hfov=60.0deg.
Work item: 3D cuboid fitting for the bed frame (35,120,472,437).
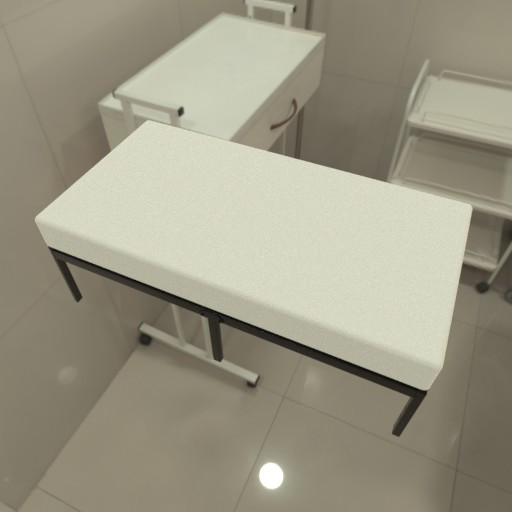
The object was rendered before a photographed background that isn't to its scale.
[{"bbox_3d":[0.000,0.000,2.430,1.950,0.659,1.023,19,50,16],"label":"bed frame"}]
